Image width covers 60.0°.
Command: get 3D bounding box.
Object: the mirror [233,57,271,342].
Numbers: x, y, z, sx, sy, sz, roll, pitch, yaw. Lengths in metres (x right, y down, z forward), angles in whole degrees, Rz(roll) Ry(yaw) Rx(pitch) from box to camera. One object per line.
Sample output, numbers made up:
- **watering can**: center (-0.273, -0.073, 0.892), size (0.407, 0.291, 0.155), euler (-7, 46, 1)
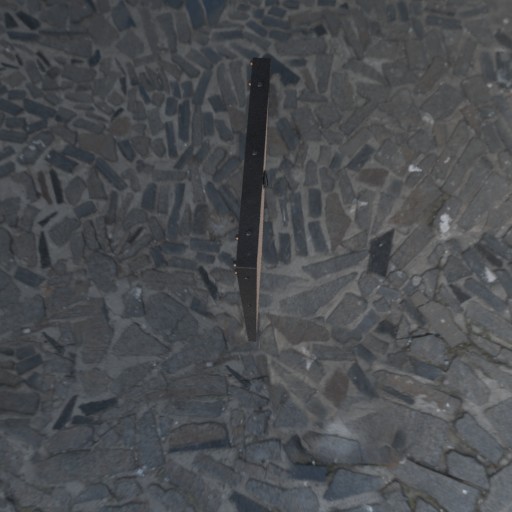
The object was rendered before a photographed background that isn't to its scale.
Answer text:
- **mirror**: center (0.000, 0.000, 1.177), size (0.042, 1.080, 0.354), euler (4, 74, 1)
